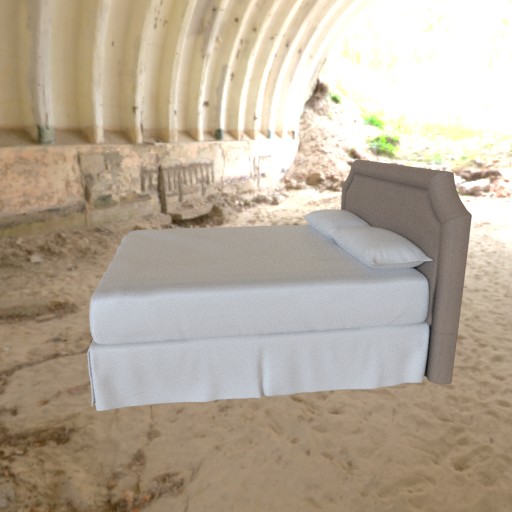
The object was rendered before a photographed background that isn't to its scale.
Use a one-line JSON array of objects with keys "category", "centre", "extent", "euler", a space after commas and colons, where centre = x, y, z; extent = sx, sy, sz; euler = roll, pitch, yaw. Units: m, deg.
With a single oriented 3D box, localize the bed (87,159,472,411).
[{"category": "bed", "centre": [0.000, 0.000, 3.250], "extent": [2.164, 1.303, 1.828], "euler": [-2, 15, -9]}]
